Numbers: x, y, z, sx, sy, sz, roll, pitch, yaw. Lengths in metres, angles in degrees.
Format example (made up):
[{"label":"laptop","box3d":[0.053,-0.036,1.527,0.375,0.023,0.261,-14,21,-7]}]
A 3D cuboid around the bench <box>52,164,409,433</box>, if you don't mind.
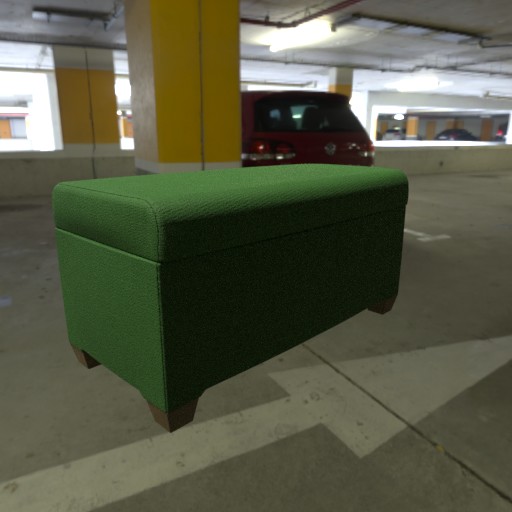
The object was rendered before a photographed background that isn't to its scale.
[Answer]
[{"label":"bench","box3d":[0.000,0.000,1.313,0.505,0.501,0.989,15,21,42]}]
